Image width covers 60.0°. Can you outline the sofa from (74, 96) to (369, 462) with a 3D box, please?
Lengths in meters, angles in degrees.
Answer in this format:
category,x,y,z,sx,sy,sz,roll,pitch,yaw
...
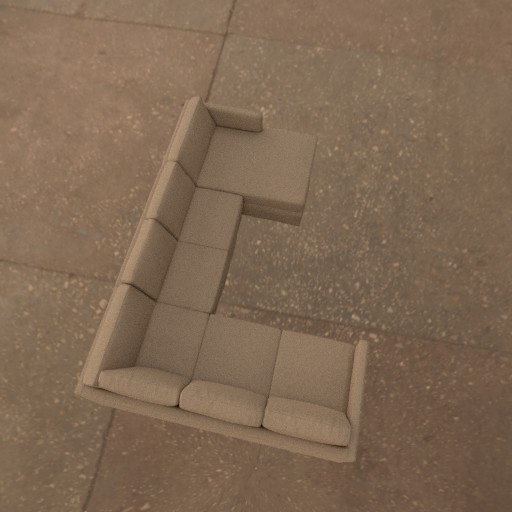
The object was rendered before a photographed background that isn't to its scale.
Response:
category,x,y,z,sx,sy,sz,roll,pitch,yaw
sofa,0.000,0.000,4.604,2.427,0.882,3.460,11,65,5
